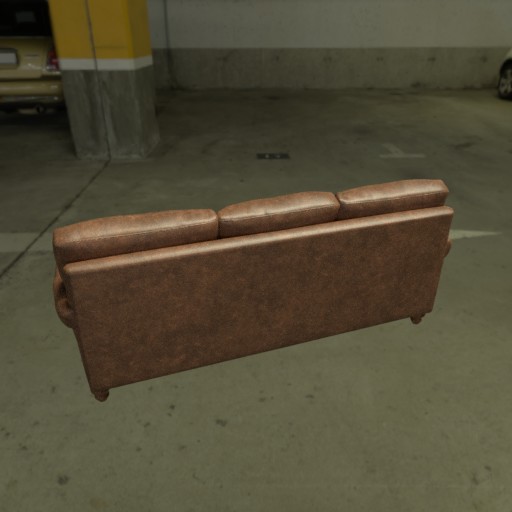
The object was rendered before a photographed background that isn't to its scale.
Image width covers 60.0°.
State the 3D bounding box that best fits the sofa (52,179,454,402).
[{"bbox_3d":[0.000,0.000,2.823,2.351,0.977,0.973,-9,28,-18],"label":"sofa"}]
